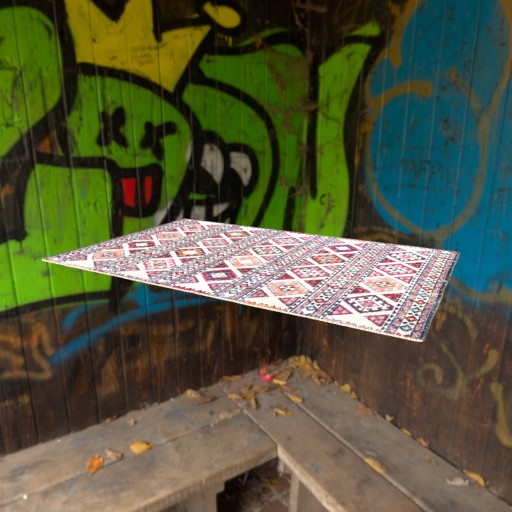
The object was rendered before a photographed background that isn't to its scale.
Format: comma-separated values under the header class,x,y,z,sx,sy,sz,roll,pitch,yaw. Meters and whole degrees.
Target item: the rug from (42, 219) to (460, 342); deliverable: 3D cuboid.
class,x,y,z,sx,sy,sz,roll,pitch,yaw
rug,0.000,0.000,3.038,2.440,0.010,1.545,9,19,28
